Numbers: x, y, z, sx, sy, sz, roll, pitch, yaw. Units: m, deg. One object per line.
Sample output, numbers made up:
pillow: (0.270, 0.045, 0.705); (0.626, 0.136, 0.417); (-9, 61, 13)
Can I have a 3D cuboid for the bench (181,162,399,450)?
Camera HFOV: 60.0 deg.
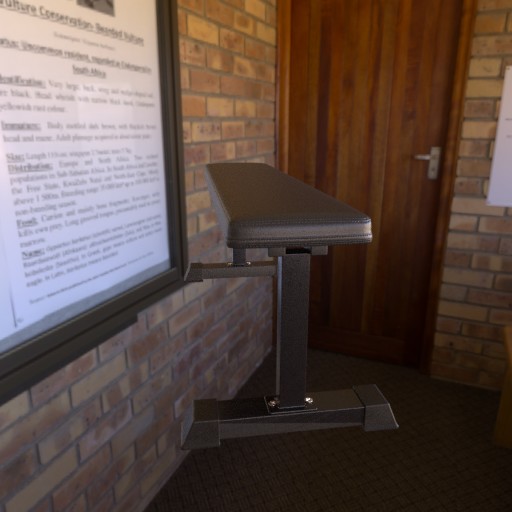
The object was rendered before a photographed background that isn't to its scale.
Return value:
bench: (0.000, 0.000, 1.289); (0.439, 0.453, 1.072); (-2, 17, -8)
